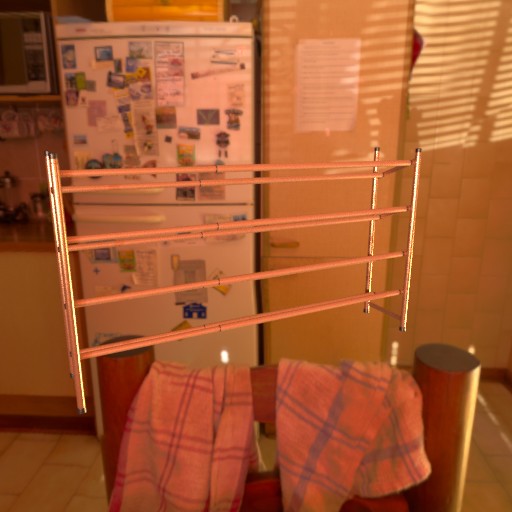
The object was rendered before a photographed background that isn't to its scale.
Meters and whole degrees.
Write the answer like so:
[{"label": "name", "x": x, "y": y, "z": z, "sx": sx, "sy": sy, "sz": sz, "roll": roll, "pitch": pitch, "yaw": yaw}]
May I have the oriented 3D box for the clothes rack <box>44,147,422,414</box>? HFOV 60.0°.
[{"label": "clothes rack", "x": 0.000, "y": 0.000, "z": 1.435, "sx": 1.168, "sy": 0.672, "sz": 0.229, "roll": -7, "pitch": 16, "yaw": -26}]
